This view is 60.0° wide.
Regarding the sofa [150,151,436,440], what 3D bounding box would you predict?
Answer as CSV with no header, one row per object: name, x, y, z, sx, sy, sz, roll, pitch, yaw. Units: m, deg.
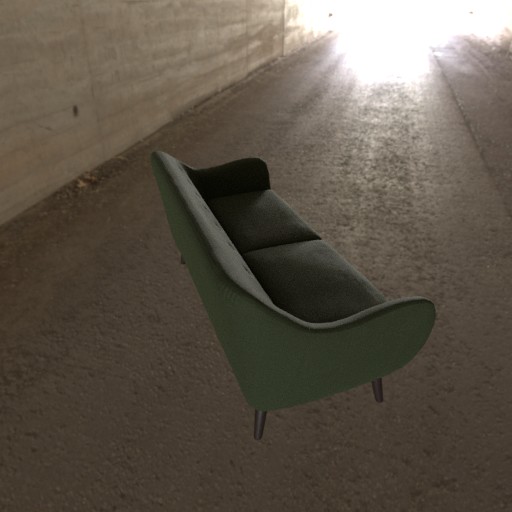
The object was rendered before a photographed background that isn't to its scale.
sofa,0.000,0.000,2.353,0.820,0.836,1.840,-11,32,-17
